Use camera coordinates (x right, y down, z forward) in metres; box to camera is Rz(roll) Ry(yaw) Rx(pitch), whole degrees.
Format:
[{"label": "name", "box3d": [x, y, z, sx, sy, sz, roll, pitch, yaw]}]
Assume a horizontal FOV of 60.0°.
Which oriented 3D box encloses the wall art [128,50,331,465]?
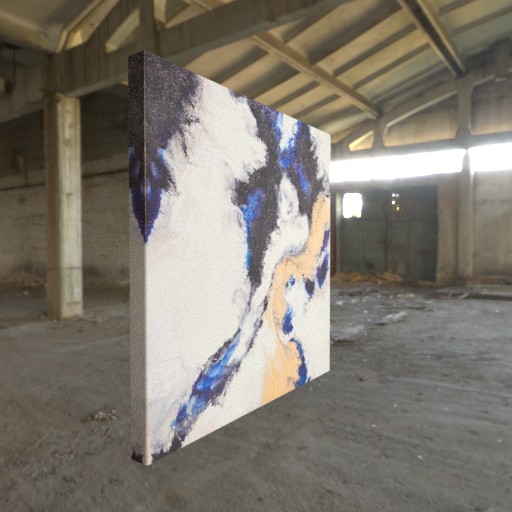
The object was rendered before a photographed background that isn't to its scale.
[{"label": "wall art", "box3d": [0.000, 0.000, 0.904, 0.039, 0.609, 0.609, 1, 2, 35]}]
